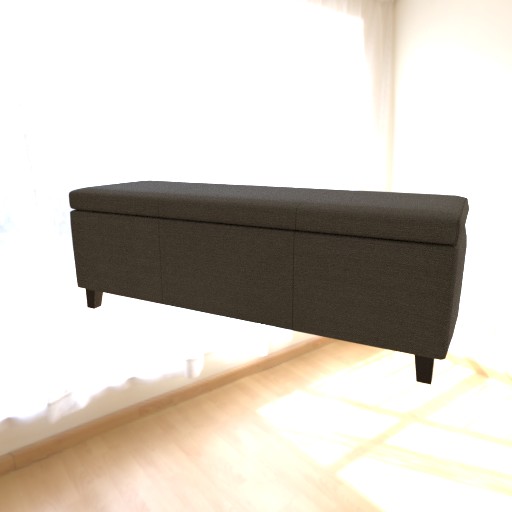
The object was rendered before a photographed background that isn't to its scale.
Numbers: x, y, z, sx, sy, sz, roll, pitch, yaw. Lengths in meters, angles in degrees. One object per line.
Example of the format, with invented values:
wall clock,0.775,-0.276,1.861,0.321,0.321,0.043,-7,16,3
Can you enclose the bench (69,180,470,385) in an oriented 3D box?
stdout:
bench,0.000,0.000,1.492,1.269,0.438,0.446,7,16,26
